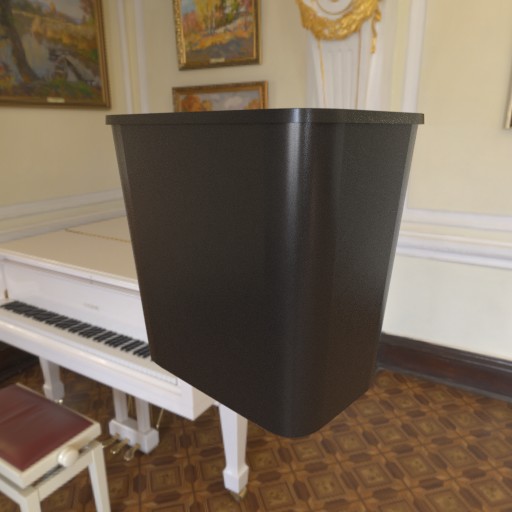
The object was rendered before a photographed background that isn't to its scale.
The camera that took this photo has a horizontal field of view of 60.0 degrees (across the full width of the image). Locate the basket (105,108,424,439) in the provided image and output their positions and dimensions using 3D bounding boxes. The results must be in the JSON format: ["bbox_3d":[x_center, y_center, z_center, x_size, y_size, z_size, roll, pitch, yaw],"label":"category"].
[{"bbox_3d":[0.000,0.000,0.506,0.300,0.307,0.211,15,22,41],"label":"basket"}]
